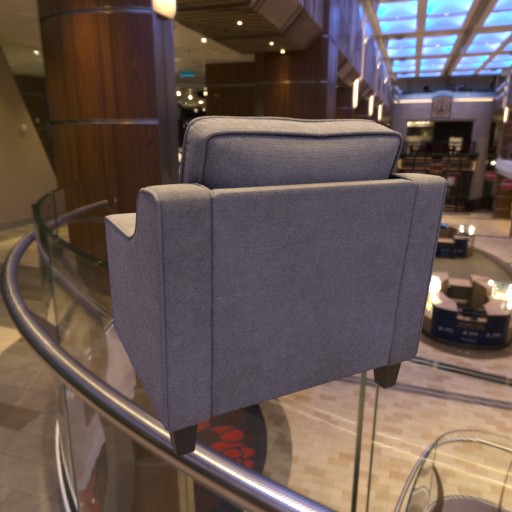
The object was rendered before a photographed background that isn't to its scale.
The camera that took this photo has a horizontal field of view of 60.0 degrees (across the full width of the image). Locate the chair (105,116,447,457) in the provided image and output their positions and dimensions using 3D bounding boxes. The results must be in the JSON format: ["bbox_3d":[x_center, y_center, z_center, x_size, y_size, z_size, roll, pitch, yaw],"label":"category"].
[{"bbox_3d":[0.000,0.000,1.611,0.926,0.944,0.840,-8,17,-26],"label":"chair"}]
